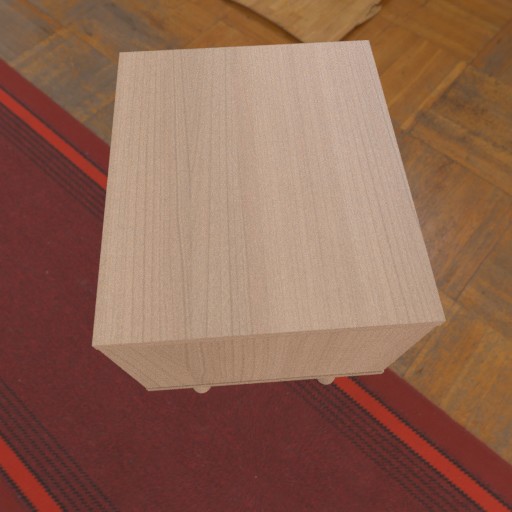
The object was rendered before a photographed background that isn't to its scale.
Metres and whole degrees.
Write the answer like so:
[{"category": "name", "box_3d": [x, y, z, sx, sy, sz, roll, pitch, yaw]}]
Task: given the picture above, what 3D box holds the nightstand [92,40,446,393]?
[{"category": "nightstand", "box_3d": [0.000, 0.000, 0.811, 0.380, 0.530, 0.450, -4, 64, -2]}]
